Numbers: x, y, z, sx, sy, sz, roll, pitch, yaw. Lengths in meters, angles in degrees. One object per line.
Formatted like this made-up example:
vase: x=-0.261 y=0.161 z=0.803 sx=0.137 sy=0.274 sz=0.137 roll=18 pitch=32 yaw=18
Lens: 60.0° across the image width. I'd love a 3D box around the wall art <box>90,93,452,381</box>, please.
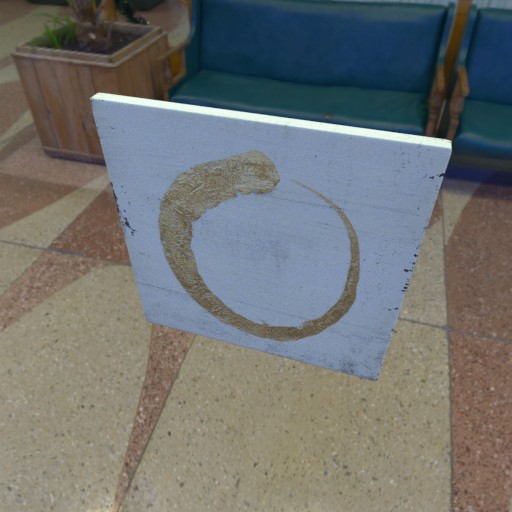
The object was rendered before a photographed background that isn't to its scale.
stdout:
wall art: x=0.000 y=0.000 z=1.157 sx=0.762 sy=0.762 sz=0.038 roll=12 pitch=43 yaw=13
